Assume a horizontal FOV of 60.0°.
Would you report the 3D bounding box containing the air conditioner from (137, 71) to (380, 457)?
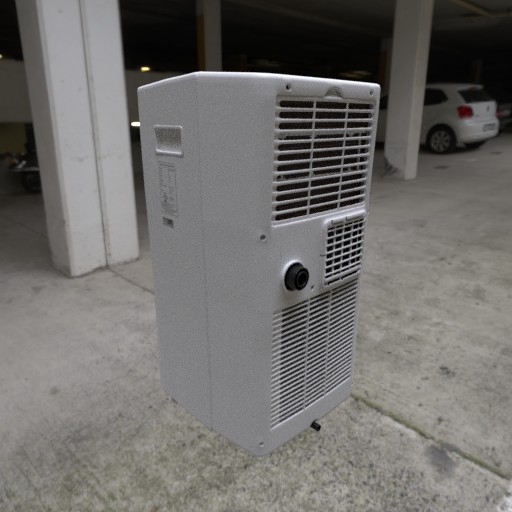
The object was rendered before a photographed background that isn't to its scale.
[{"bbox_3d":[0.000,0.000,0.816,0.304,0.606,0.349,-16,23,-42],"label":"air conditioner"}]
